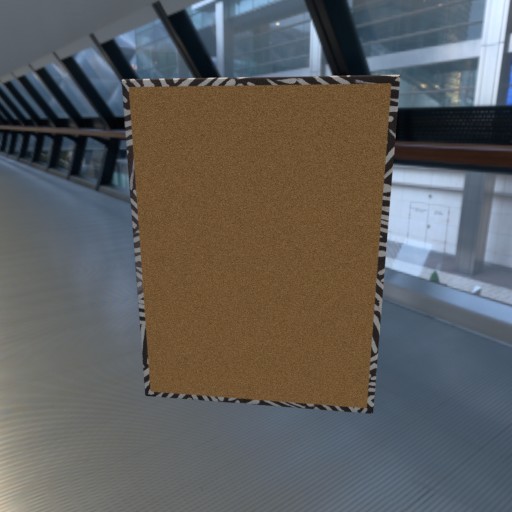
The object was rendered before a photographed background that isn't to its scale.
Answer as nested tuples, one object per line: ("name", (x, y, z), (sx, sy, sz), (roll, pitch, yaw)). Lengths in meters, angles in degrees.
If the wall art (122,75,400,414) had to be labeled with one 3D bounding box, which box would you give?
("wall art", (0.000, 0.000, 1.355), (0.765, 1.017, 0.038), (2, 16, 7))
